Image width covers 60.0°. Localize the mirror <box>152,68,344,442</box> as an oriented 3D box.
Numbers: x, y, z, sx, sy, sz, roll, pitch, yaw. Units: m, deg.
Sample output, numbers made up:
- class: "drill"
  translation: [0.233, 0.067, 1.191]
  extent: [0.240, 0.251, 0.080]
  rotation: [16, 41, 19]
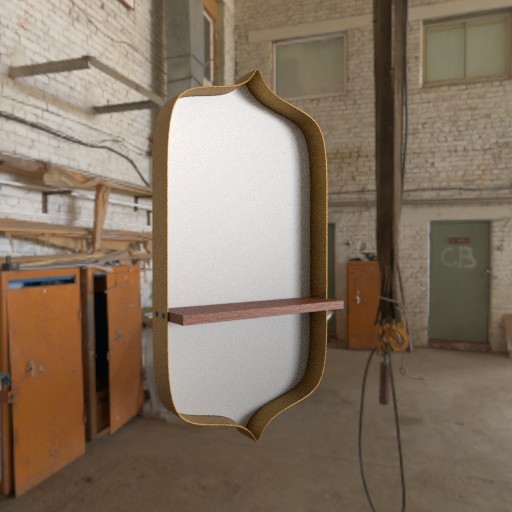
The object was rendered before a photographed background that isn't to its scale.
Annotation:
- class: "mirror"
  translation: [0.000, 0.000, 0.729]
  extent: [0.323, 0.613, 0.096]
  rotation: [0, 1, -36]
